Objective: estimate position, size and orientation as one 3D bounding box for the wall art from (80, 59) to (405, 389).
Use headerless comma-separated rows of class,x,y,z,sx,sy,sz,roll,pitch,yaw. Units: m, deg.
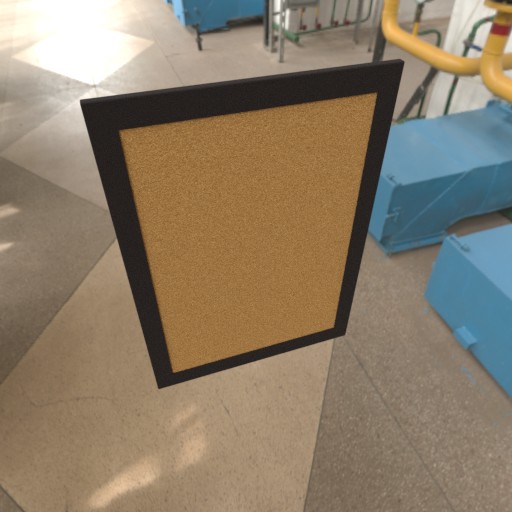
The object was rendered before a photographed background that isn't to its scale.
wall art,0.000,0.000,0.667,0.374,0.529,0.012,-13,44,-14
